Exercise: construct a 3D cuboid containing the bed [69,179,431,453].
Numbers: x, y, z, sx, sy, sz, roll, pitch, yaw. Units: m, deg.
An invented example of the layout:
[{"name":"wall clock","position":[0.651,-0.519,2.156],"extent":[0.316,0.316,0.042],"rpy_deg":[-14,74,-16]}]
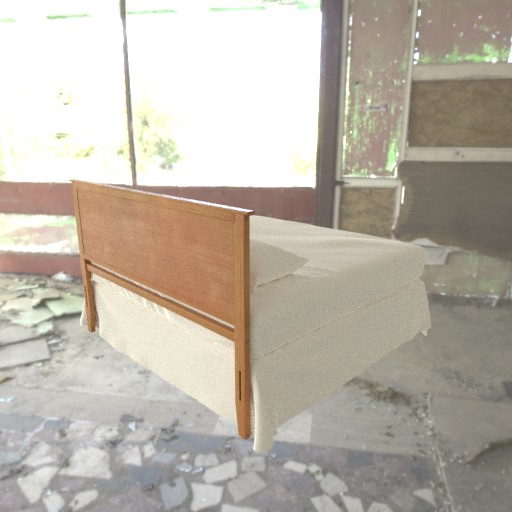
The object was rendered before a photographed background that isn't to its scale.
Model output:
[{"name":"bed","position":[0.000,0.000,3.661],"extent":[2.215,1.270,2.317],"rpy_deg":[-15,22,-43]}]
